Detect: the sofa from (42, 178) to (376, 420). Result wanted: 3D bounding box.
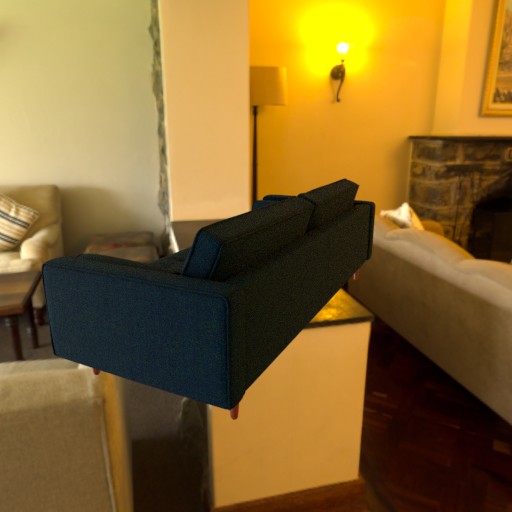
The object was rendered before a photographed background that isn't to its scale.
[{"bbox_3d":[0.000,0.000,2.611,0.914,0.762,2.210,8,18,26],"label":"sofa"}]
